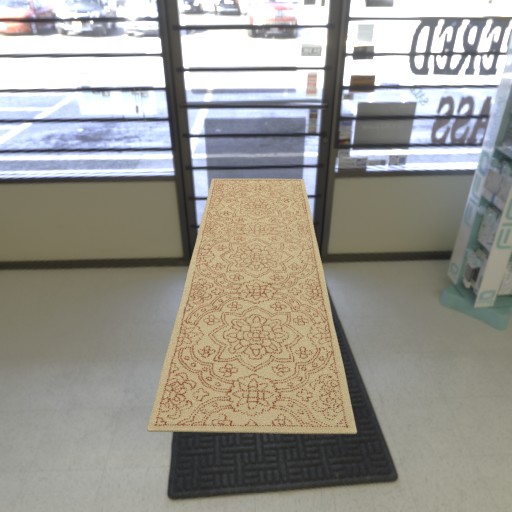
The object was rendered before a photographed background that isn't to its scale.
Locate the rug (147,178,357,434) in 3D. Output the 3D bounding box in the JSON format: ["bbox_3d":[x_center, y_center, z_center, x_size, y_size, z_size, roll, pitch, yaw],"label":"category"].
[{"bbox_3d":[0.000,0.000,2.649,0.769,0.012,2.448,0,32,1],"label":"rug"}]
